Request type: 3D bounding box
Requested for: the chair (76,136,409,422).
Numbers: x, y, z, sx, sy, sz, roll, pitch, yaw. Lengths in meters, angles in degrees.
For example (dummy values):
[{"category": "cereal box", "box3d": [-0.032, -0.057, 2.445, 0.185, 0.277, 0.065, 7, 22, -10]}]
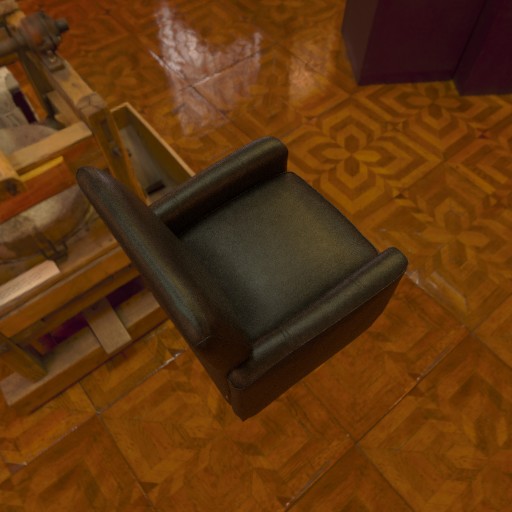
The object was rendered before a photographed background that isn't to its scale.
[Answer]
[{"category": "chair", "box3d": [0.000, 0.000, 1.689, 0.864, 1.014, 0.848, -33, 64, -18]}]
